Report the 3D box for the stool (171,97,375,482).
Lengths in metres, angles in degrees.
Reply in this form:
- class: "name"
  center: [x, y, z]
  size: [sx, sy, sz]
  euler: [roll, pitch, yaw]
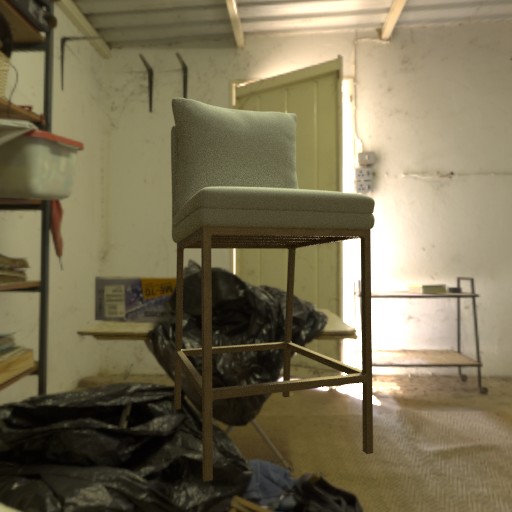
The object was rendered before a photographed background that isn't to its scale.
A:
- class: "stool"
  center: [0.000, 0.000, 1.332]
  size: [0.463, 1.032, 0.572]
  euler: [0, -1, -19]
